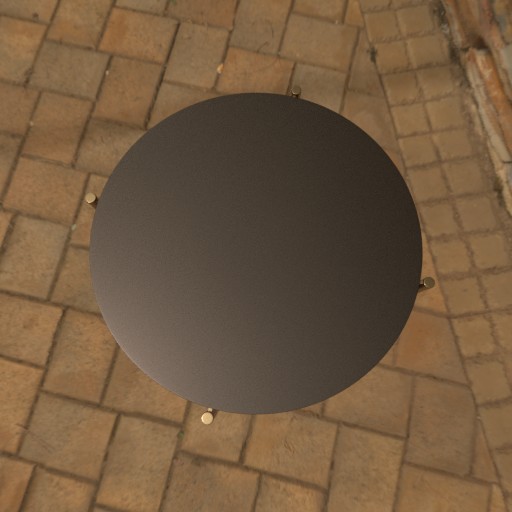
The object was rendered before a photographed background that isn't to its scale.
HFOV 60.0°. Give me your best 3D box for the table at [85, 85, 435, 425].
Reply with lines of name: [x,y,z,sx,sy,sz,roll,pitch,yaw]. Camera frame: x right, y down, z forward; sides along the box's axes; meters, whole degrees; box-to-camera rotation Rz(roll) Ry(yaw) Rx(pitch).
table: [0.000,0.000,1.445,0.938,0.400,0.938,-15,77,-4]
